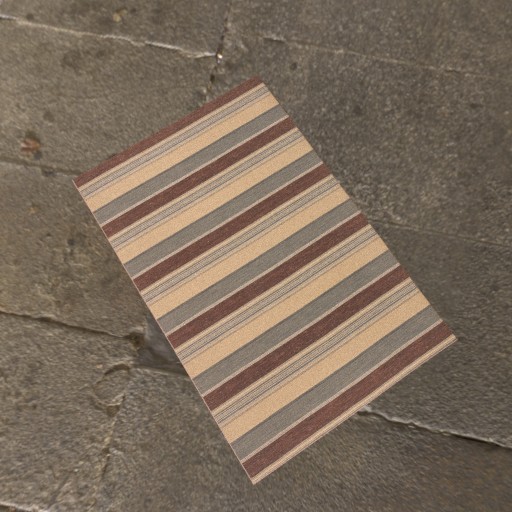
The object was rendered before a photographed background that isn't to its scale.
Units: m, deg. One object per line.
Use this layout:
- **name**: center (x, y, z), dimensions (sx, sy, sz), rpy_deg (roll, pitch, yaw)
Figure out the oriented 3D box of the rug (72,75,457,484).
- **rug**: center (0.000, 0.000, 2.329), dimensions (1.219, 0.008, 1.829), rpy_deg (-32, 78, -8)
